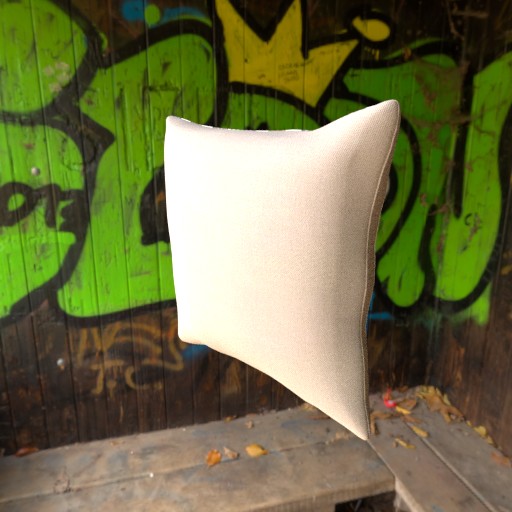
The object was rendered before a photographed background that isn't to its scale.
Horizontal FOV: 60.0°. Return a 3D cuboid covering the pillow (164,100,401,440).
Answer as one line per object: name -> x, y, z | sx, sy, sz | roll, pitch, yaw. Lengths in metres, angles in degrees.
pillow -> 0.000, 0.000, 0.637 | 0.173, 0.401, 0.416 | -14, 20, -42
